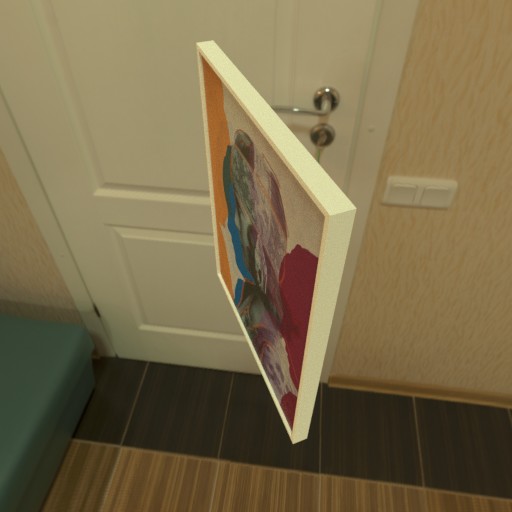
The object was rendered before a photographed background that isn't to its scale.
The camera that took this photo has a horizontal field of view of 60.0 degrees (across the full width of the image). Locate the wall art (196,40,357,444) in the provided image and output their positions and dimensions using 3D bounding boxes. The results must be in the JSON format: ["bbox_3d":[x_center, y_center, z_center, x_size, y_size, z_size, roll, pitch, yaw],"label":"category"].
[{"bbox_3d":[0.000,0.000,0.756,0.030,0.549,0.443,-16,48,-15],"label":"wall art"}]
